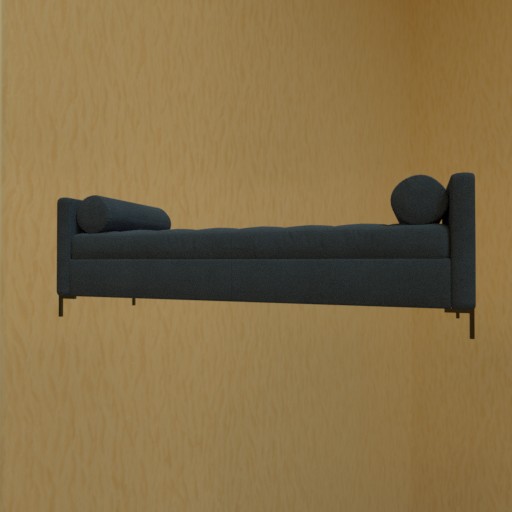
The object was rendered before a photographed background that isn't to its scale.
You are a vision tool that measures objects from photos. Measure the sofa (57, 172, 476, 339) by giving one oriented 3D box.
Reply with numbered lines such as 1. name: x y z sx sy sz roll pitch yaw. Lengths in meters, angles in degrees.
1. sofa: 0.000 0.000 2.295 1.981 0.635 0.686 0 -1 20
